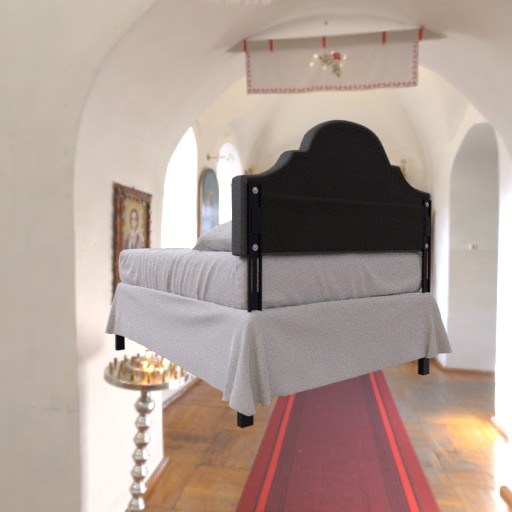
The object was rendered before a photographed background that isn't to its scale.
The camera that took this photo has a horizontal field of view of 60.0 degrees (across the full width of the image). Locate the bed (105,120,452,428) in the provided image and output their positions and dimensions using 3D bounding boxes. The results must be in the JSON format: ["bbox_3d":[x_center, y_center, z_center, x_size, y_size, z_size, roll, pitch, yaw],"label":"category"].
[{"bbox_3d":[0.000,0.000,3.413,1.780,1.634,2.222,-1,2,-35],"label":"bed"}]
